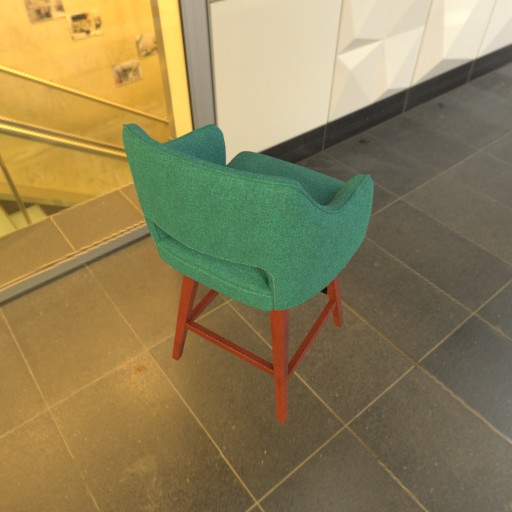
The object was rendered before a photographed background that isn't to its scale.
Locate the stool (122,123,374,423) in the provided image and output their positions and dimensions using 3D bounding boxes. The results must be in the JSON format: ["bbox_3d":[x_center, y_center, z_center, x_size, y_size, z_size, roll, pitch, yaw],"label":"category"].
[{"bbox_3d":[0.000,0.000,1.328,0.548,0.961,0.556,24,50,22],"label":"stool"}]
